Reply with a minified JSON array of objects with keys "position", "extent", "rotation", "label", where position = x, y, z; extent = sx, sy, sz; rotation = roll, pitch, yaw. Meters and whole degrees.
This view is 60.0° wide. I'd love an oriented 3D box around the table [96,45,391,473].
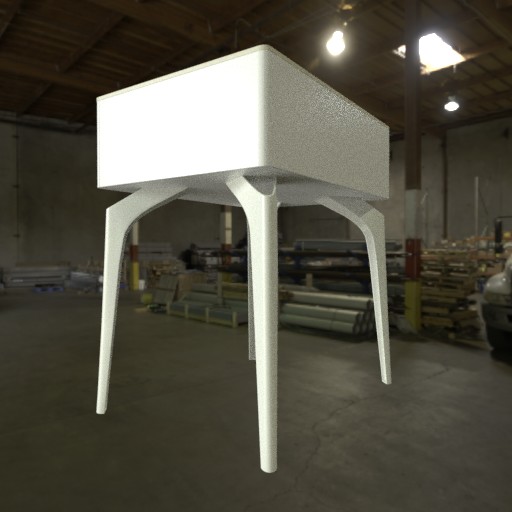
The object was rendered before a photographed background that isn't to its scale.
[{"position":[0.000,0.000,0.902],"extent":[0.400,0.570,0.500],"rotation":[1,1,35],"label":"table"}]
